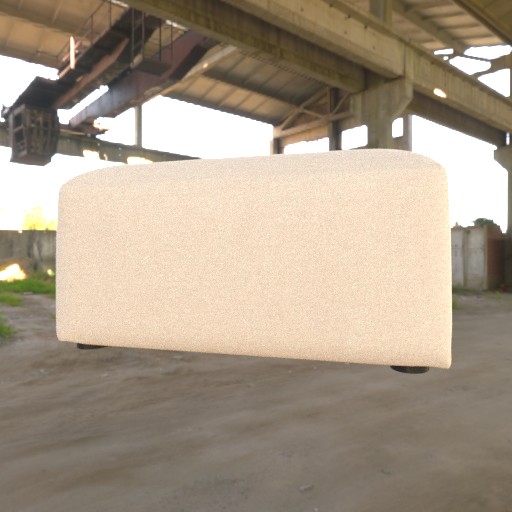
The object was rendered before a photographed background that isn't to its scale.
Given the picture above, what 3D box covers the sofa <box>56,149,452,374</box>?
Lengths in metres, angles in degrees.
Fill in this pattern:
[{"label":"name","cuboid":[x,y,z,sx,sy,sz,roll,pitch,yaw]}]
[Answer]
[{"label":"sofa","cuboid":[0.000,0.000,1.204,0.930,0.470,0.480,0,0,17]}]
